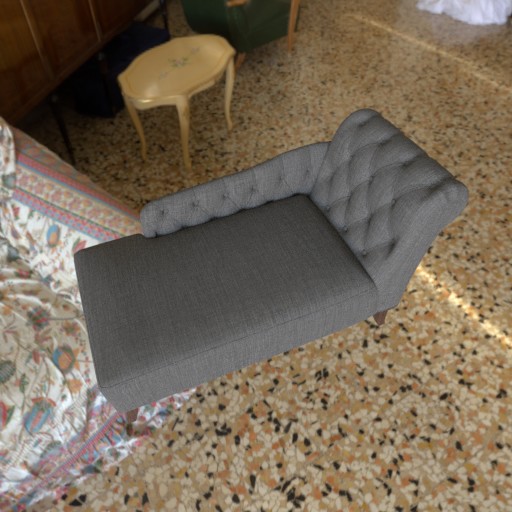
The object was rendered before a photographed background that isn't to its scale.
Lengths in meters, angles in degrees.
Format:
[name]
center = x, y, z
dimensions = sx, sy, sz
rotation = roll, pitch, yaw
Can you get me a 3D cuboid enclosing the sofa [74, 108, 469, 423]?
[sofa]
center = 0.000, 0.000, 1.796
dimensions = 1.379, 0.787, 0.675
rotation = -17, 50, -15
